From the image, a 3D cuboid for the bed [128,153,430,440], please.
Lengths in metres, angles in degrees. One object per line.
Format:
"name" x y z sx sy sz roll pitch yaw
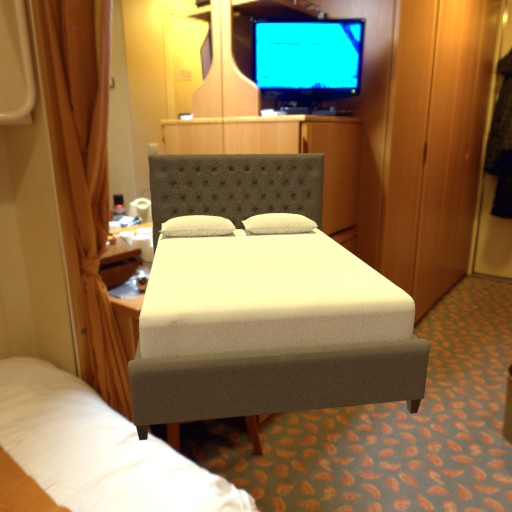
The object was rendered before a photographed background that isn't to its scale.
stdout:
"bed" 0.000 0.000 3.377 1.696 1.426 2.233 -2 16 -8
